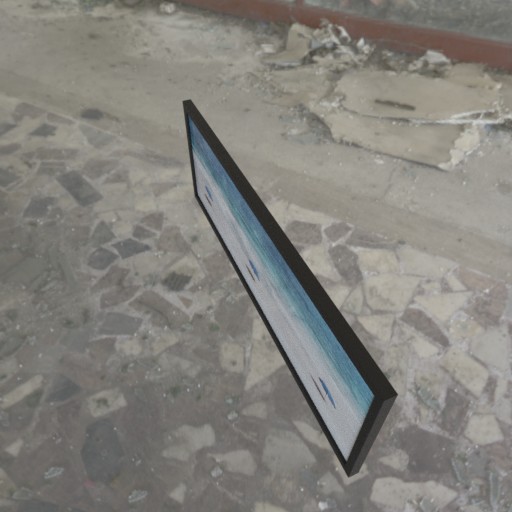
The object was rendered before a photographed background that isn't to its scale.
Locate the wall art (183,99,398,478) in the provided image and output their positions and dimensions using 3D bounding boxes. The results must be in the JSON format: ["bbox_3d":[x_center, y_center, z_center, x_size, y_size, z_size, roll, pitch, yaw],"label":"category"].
[{"bbox_3d":[0.000,0.000,1.734,0.041,0.554,1.572,-18,49,-16],"label":"wall art"}]
